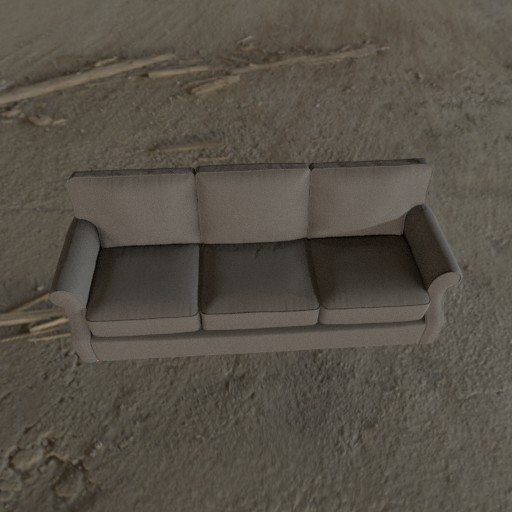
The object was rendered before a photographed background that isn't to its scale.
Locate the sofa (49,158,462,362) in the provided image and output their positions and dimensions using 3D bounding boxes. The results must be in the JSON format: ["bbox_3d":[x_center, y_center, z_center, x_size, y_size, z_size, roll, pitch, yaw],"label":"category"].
[{"bbox_3d":[0.000,0.000,2.799,2.353,0.948,0.966,-3,46,-2],"label":"sofa"}]
